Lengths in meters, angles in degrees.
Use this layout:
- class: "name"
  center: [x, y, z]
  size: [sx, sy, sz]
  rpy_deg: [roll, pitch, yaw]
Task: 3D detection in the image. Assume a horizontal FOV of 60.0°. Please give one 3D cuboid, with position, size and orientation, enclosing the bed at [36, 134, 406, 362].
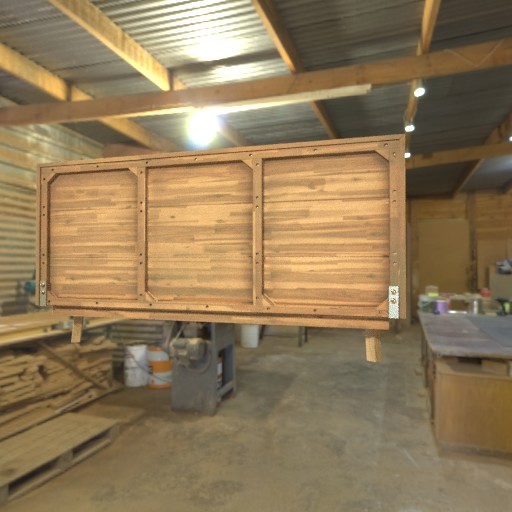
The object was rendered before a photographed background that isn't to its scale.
- class: "bed"
  center: [0.000, 0.000, 3.391]
  size: [2.116, 1.100, 2.167]
  rpy_deg: [0, -1, 17]
